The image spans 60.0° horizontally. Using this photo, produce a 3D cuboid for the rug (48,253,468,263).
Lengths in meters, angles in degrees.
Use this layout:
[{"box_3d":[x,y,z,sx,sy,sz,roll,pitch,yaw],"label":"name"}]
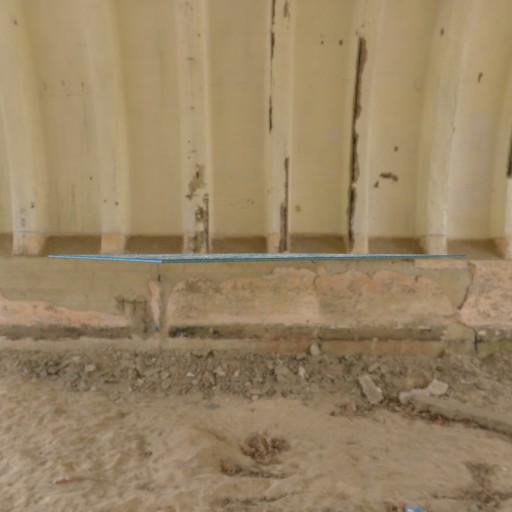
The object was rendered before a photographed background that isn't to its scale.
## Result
[{"box_3d":[0.000,0.000,3.979,2.964,0.018,2.350,-1,1,-38],"label":"rug"}]
